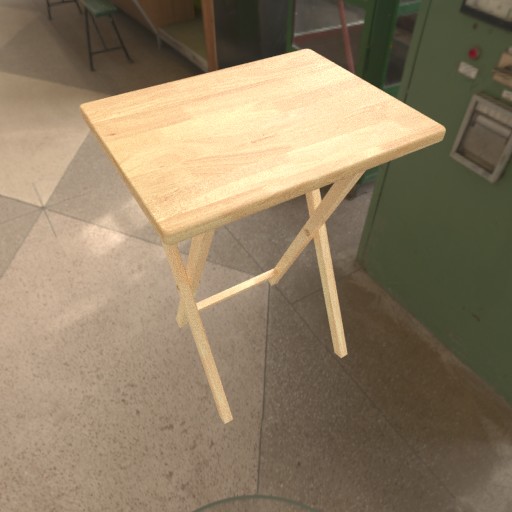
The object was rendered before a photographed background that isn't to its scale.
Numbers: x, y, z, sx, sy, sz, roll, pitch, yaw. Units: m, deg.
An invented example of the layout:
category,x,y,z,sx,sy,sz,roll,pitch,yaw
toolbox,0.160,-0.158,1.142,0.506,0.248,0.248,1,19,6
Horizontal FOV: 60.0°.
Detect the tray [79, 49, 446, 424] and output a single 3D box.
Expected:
category,x,y,z,sx,sy,sz,roll,pitch,yaw
tray,0.000,0.000,0.963,0.483,0.660,0.381,-23,50,-21
